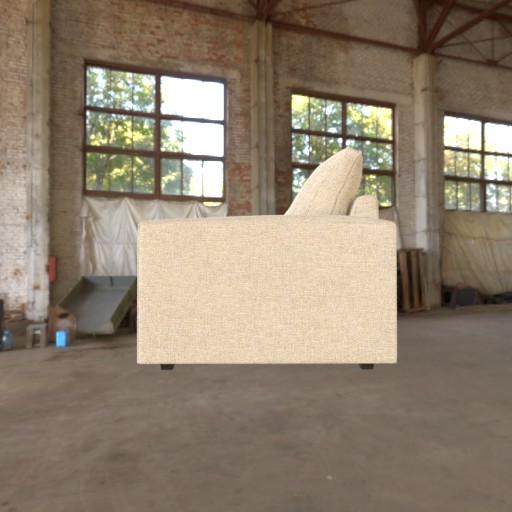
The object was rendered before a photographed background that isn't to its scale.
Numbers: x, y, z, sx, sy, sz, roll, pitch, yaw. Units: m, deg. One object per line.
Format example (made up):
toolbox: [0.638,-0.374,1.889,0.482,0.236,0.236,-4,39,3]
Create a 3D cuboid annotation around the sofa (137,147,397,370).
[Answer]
sofa: [0.000,0.000,2.803,1.040,0.922,2.299,0,-1,-1]
